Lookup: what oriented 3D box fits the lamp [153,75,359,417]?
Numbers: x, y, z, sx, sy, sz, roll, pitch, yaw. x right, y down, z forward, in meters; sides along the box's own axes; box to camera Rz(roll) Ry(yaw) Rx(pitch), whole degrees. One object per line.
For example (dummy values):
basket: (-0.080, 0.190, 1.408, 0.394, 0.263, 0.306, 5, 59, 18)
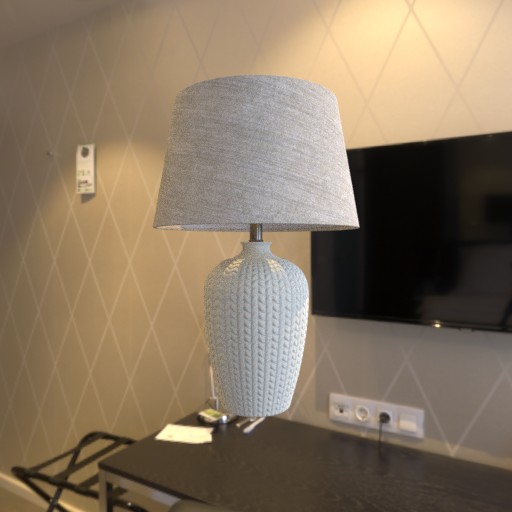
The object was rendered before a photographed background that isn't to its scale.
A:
lamp: (0.000, 0.000, 0.860, 0.390, 0.580, 0.390, 0, 1, 0)
